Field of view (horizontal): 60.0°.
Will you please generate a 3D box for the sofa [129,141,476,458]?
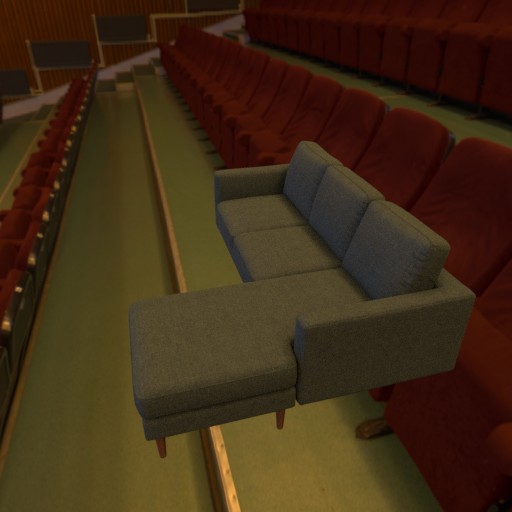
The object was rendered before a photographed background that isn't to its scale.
[{"bbox_3d":[0.000,0.000,2.916,1.667,0.957,2.055,-8,32,-14],"label":"sofa"}]
